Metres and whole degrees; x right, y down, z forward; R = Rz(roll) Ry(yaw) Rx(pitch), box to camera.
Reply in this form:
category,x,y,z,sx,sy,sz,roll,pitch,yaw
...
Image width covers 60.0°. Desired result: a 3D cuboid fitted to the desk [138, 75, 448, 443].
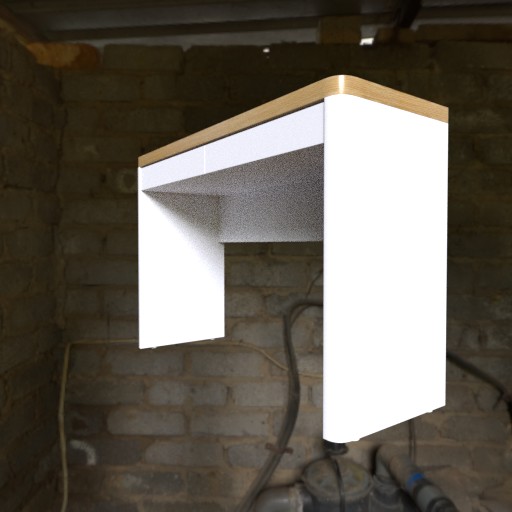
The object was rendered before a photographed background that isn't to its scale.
category,x,y,z,sx,sy,sz,roll,pitch,yaw
desk,0.000,0.000,1.449,0.390,0.760,1.100,-1,2,-36
